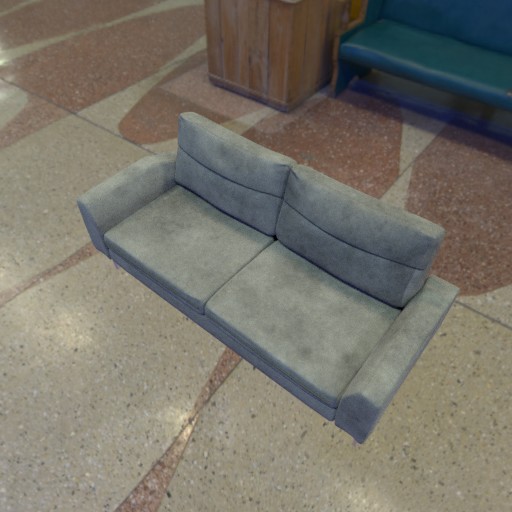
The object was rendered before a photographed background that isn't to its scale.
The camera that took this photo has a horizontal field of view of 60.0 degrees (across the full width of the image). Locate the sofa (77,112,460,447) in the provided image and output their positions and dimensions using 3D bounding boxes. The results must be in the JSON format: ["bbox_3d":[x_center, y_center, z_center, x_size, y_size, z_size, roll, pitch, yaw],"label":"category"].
[{"bbox_3d":[0.000,0.000,2.310,1.837,0.859,0.849,31,55,25],"label":"sofa"}]
